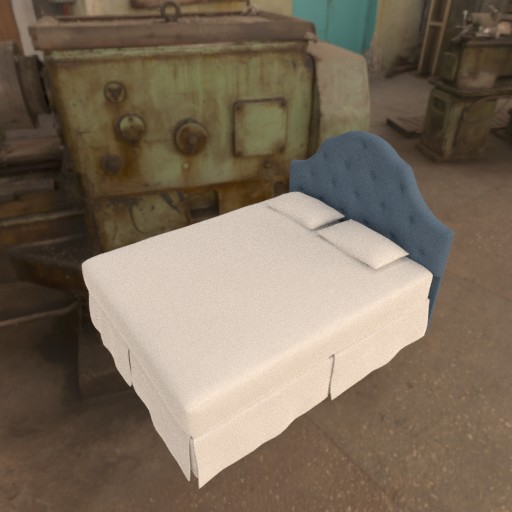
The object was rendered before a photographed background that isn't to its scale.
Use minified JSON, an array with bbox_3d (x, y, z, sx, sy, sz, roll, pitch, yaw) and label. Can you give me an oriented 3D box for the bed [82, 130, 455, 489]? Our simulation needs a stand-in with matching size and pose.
[{"bbox_3d":[0.000,0.000,3.692,2.477,1.617,2.039,-22,39,-30],"label":"bed"}]
